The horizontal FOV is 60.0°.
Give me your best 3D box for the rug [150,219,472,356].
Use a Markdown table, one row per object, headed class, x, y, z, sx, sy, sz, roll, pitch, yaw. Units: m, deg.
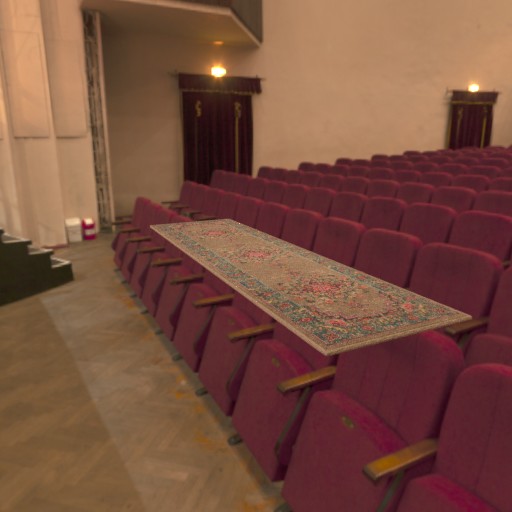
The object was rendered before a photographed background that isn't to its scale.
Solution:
| class | x | y | z | sx | sy | sz | roll | pitch | yaw |
| --- | --- | --- | --- | --- | --- | --- | --- | --- | --- |
| rug | 0.000 | 0.000 | 2.491 | 0.659 | 0.019 | 2.297 | -7 | 16 | -25 |
